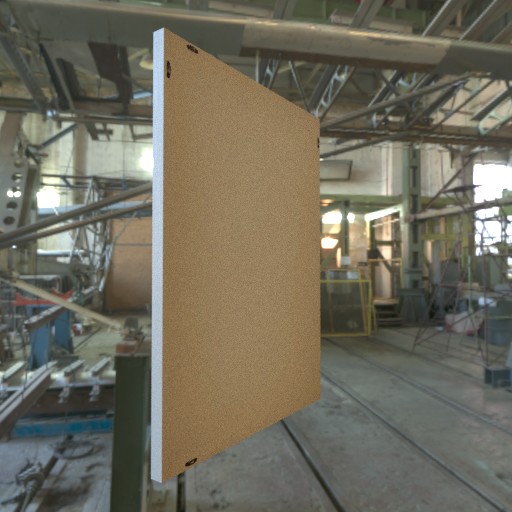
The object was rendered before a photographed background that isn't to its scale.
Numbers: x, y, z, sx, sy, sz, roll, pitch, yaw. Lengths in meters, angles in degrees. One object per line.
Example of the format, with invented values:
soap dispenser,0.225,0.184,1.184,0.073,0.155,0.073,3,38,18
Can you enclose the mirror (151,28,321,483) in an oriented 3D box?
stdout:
mirror,0.000,0.000,1.307,0.040,1.016,0.762,-1,-2,35
